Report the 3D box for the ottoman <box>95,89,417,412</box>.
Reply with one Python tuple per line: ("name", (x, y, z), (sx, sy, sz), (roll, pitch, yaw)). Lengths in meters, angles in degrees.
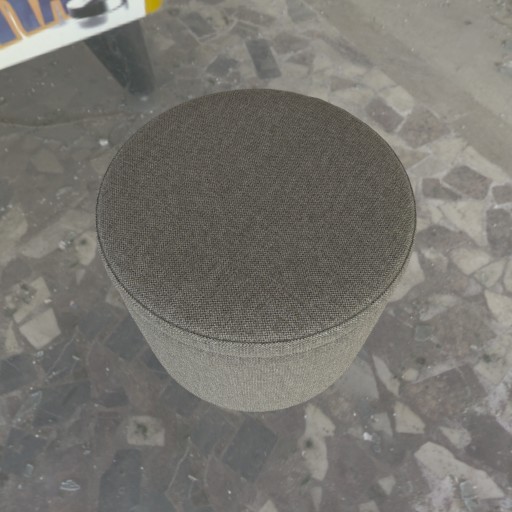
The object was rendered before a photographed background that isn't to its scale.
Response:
("ottoman", (0.000, 0.000, 0.877), (0.520, 0.430, 0.520), (0, 59, 0))
